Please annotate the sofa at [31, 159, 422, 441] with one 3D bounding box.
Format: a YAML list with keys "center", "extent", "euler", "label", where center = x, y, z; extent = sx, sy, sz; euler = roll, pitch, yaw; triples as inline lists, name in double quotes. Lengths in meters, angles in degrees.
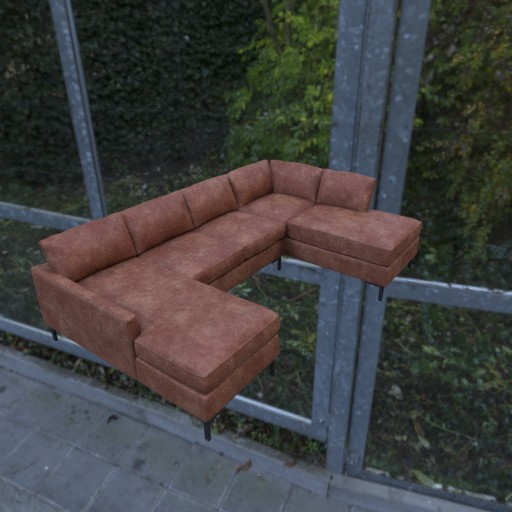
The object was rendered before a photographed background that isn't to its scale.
- center: [0.000, 0.000, 3.853]
  extent: [1.939, 0.900, 2.956]
  euler: [18, 32, 32]
  label: "sofa"
